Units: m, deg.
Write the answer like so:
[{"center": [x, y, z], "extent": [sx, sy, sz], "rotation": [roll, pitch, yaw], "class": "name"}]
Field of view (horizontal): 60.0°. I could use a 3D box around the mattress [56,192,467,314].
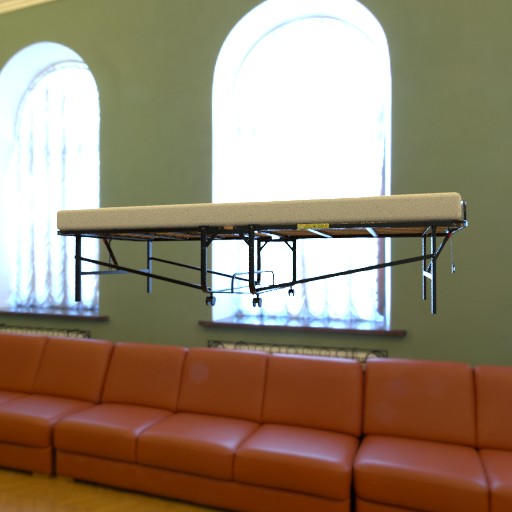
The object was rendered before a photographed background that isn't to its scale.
[{"center": [0.000, 0.000, 2.583], "extent": [2.153, 0.519, 0.922], "rotation": [0, -1, 18], "class": "mattress"}]
